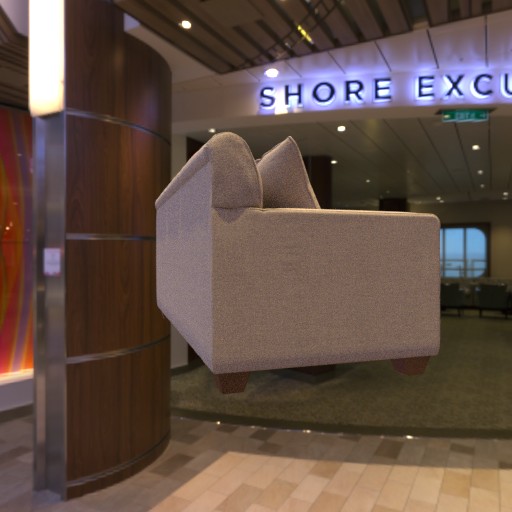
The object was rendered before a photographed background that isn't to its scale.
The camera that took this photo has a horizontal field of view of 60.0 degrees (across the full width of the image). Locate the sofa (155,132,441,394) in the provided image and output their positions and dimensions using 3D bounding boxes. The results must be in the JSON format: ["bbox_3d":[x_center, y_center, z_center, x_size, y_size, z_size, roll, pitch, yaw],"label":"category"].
[{"bbox_3d":[0.000,0.000,2.602,0.997,0.958,2.024,0,0,-18],"label":"sofa"}]
